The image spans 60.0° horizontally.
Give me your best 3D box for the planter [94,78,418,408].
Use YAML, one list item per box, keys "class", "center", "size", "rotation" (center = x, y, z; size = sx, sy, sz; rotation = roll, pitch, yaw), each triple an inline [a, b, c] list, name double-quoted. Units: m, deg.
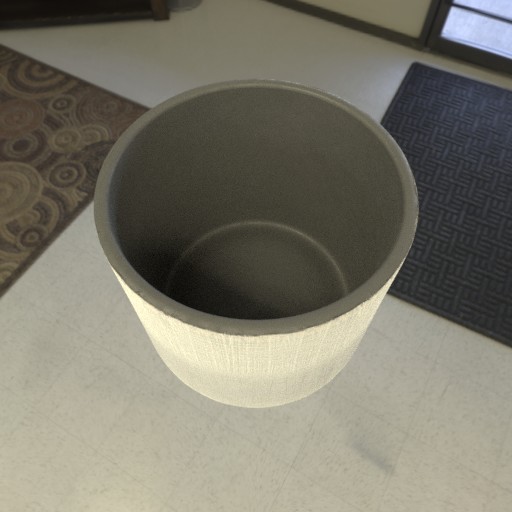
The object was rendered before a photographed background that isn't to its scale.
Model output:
- class: "planter"
  center: [0.000, 0.000, 0.391]
  size: [0.226, 0.201, 0.226]
  rotation: [0, 59, 0]
